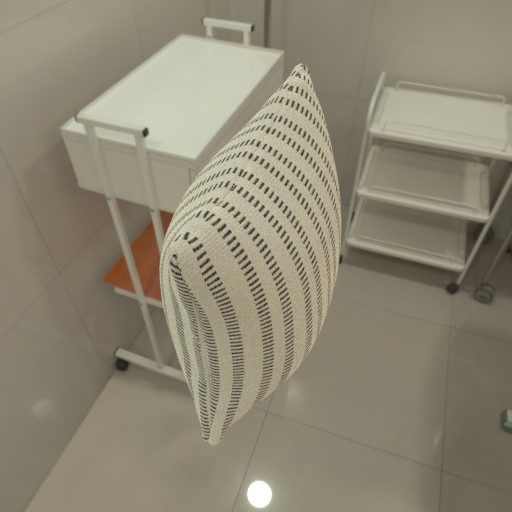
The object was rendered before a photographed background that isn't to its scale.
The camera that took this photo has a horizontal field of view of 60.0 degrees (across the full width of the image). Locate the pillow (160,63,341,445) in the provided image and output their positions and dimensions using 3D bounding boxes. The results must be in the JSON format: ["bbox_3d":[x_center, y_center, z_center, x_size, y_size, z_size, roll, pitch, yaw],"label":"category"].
[{"bbox_3d":[0.000,0.000,0.675,0.247,0.419,0.438,14,48,13],"label":"pillow"}]
